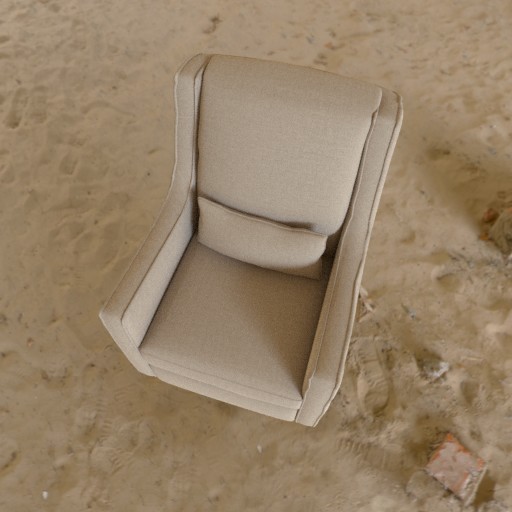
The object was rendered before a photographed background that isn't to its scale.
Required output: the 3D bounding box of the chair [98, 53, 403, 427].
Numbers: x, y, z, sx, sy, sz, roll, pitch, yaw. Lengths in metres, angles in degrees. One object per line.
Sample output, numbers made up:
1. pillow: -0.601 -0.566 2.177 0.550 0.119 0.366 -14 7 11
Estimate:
1. chair: 0.000 0.000 1.558 0.732 0.993 0.879 15 60 9
